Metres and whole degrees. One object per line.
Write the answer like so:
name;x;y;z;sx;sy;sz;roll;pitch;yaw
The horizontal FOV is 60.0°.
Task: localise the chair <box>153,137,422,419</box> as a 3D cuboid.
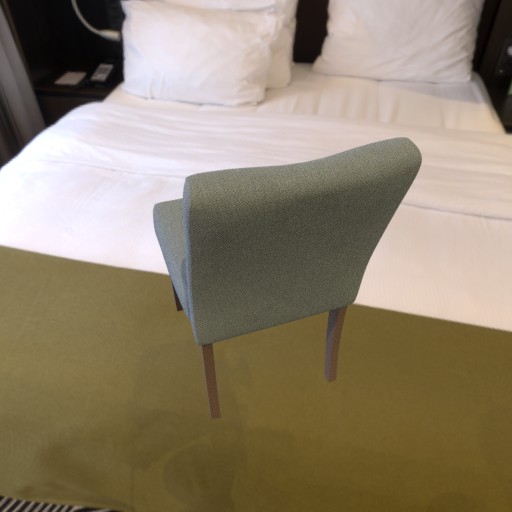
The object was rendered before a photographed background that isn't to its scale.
chair;0.000;0.000;1.235;0.487;0.882;0.629;-13;43;-15
